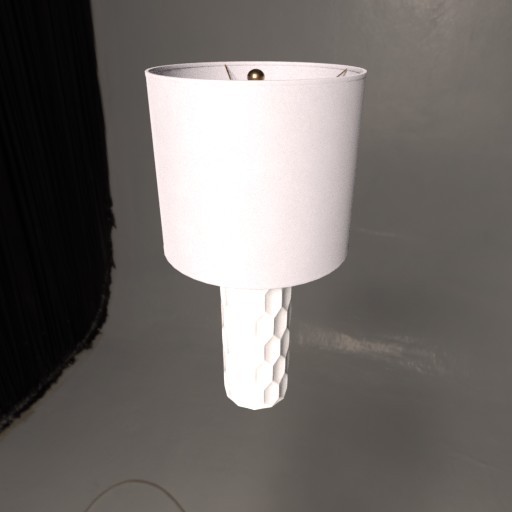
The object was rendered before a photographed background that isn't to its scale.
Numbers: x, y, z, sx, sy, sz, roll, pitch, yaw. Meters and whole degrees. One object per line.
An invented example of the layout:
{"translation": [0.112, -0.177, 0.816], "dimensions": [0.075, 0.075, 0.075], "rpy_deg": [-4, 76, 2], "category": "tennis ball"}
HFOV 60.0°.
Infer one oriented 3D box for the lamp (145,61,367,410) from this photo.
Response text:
{"translation": [0.000, 0.000, 0.688], "dimensions": [0.277, 0.537, 0.277], "rpy_deg": [8, 29, 16], "category": "lamp"}
